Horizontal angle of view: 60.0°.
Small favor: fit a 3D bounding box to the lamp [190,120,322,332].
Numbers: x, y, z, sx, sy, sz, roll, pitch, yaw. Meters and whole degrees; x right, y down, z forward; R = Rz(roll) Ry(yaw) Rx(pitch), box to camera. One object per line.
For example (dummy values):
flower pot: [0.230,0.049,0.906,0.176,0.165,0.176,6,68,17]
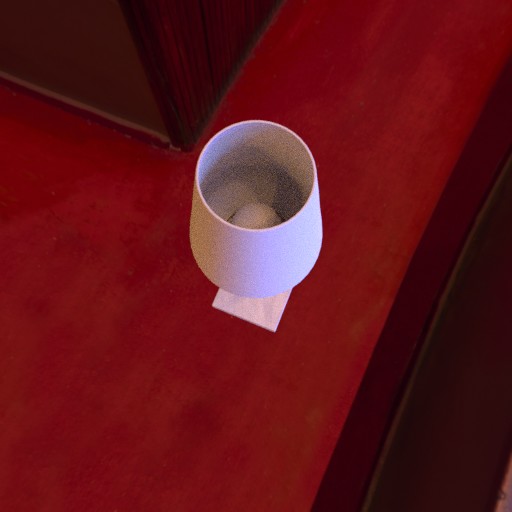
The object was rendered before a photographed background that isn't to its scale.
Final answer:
lamp: [0.000,0.000,0.734,0.181,0.639,0.181,22,77,5]
